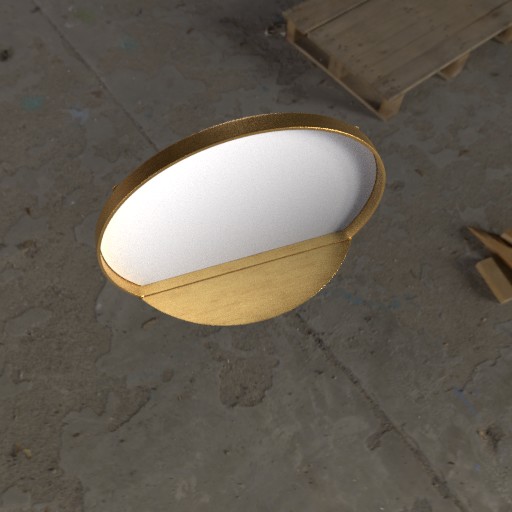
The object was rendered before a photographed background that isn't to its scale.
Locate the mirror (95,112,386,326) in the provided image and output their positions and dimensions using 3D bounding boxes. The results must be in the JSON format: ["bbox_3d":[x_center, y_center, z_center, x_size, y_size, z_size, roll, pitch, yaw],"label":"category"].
[{"bbox_3d":[0.000,0.000,0.687,0.457,0.457,0.133,-16,64,-8],"label":"mirror"}]
